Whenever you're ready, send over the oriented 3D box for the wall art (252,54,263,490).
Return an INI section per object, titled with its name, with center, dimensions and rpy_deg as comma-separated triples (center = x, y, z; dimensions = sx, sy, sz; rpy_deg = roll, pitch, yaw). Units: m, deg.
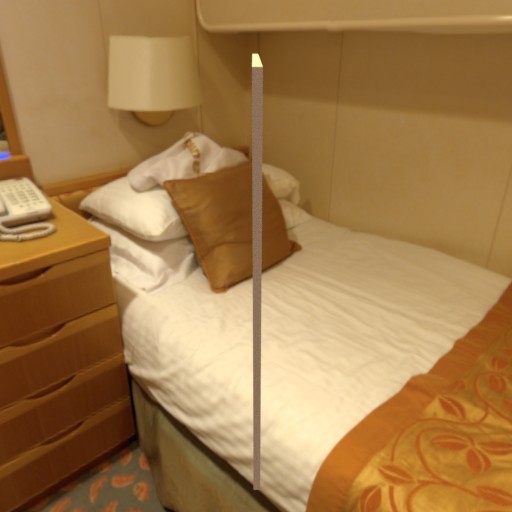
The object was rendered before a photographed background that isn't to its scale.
[wall art]
center = 0.000, 0.000, 0.808
dimensions = 0.011, 0.659, 0.454
rpy_deg = 0, 26, 0
